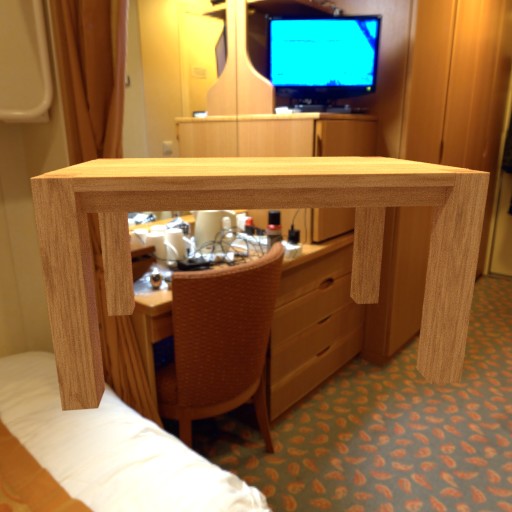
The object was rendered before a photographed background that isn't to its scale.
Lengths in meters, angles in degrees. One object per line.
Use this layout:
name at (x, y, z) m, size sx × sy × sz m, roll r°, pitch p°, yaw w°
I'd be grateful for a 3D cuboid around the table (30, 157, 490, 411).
table at (0.000, 0.000, 1.866) m, size 1.400 × 0.760 × 0.900 m, roll -2°, pitch 16°, yaw -7°
